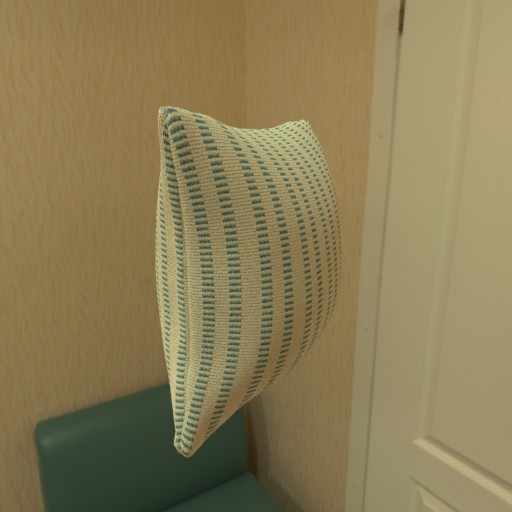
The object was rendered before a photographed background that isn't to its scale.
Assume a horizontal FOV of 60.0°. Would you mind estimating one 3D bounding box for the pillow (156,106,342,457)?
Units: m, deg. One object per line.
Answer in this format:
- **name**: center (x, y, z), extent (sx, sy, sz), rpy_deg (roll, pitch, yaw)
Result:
- **pillow**: center (0.000, 0.000, 0.687), extent (0.247, 0.419, 0.438), rpy_deg (7, 17, 25)
